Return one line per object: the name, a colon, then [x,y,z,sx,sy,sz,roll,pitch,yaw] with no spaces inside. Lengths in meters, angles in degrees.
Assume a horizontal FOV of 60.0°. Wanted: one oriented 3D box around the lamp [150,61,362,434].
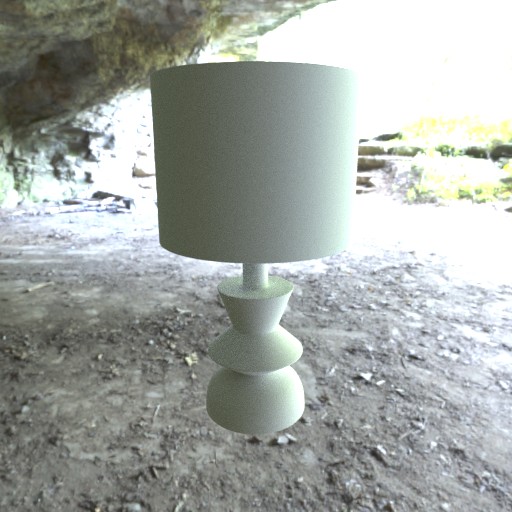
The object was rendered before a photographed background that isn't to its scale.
lamp: [0.000,0.000,0.712,0.301,0.533,0.301,7,16,26]
